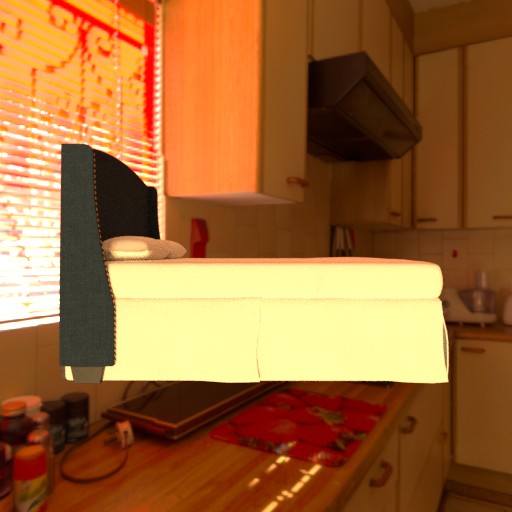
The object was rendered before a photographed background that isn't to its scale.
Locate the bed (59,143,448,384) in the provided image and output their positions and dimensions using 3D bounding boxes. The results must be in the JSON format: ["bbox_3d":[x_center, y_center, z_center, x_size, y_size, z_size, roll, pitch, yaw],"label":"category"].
[{"bbox_3d":[0.000,0.000,3.229,2.223,1.402,1.604,0,0,0],"label":"bed"}]
